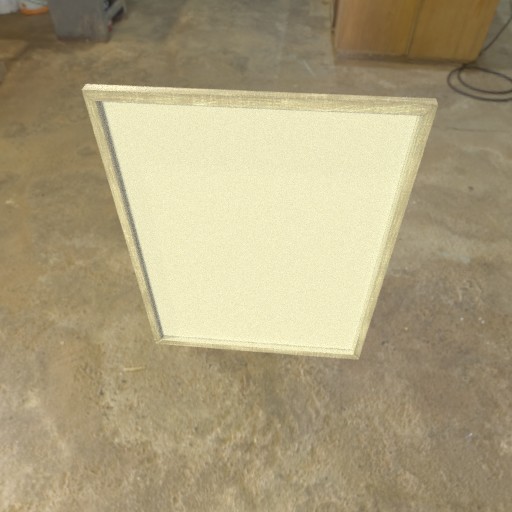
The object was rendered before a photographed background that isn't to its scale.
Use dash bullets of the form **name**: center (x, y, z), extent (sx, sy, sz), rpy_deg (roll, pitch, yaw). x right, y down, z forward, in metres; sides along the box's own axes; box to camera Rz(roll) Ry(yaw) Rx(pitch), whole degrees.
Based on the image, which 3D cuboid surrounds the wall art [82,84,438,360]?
- **wall art**: center (0.000, 0.000, 1.341), extent (0.781, 1.022, 0.035), rpy_deg (4, 46, 3)
